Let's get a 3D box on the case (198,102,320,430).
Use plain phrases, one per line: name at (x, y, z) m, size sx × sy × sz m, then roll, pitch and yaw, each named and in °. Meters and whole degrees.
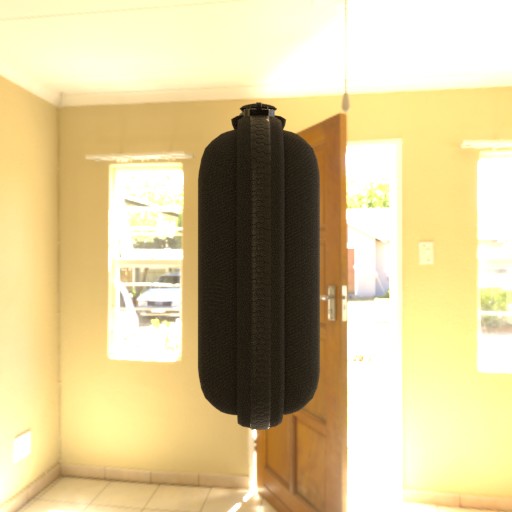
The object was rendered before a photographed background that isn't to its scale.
case at (0.000, 0.000, 0.183) m, size 0.038 × 0.105 × 0.132 m, roll 0°, pitch 0°, yaw -1°
